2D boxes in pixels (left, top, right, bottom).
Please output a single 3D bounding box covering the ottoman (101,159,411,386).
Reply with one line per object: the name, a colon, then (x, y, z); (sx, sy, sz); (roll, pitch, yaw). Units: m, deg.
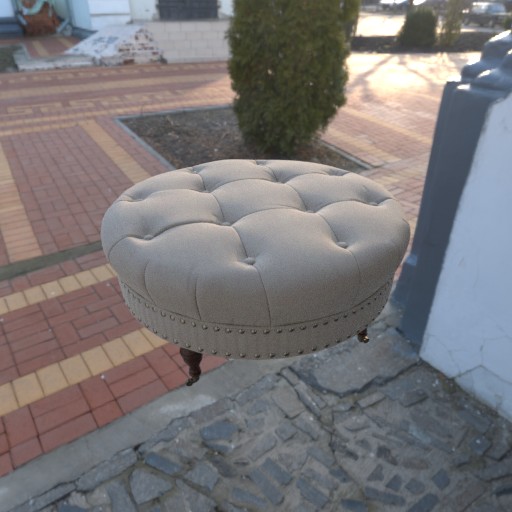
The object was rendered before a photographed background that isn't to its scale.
ottoman: (0.000, 0.000, 1.417); (0.901, 0.439, 0.901); (0, 30, 0)
